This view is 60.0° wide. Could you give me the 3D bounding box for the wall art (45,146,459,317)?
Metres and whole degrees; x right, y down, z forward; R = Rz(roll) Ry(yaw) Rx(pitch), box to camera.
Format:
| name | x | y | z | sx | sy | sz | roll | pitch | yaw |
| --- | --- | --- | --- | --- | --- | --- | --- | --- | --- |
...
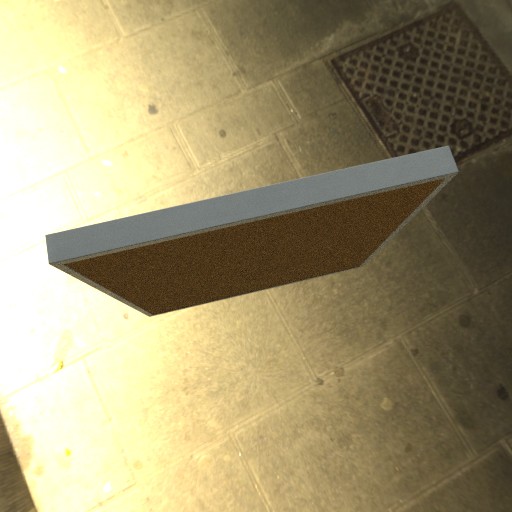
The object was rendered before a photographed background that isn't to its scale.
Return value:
| name | x | y | z | sx | sy | sz | roll | pitch | yaw |
| --- | --- | --- | --- | --- | --- | --- | --- | --- | --- |
| wall art | 0.000 | 0.000 | 0.783 | 0.508 | 0.508 | 0.037 | -13 | 76 | -3 |
